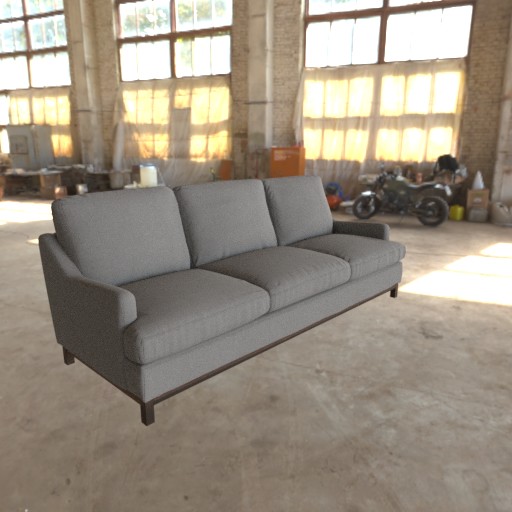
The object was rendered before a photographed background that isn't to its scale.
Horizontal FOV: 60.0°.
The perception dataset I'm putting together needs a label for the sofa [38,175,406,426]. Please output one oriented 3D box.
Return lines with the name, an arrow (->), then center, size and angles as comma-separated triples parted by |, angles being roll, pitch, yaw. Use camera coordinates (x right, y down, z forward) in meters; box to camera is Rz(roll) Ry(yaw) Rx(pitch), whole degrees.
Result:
sofa -> 0.000, 0.000, 2.876 | 0.987, 0.926, 2.344 | 13, 19, 42
